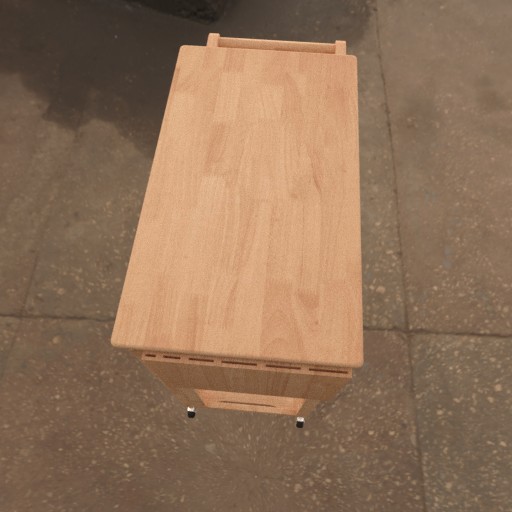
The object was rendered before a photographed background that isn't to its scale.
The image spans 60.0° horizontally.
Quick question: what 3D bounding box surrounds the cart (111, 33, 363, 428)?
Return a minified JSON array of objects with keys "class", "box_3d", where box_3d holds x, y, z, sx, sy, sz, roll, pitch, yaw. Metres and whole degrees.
[{"class":"cart","box_3d":[0.000,0.000,1.319,0.432,0.879,0.853,4,64,2]}]
